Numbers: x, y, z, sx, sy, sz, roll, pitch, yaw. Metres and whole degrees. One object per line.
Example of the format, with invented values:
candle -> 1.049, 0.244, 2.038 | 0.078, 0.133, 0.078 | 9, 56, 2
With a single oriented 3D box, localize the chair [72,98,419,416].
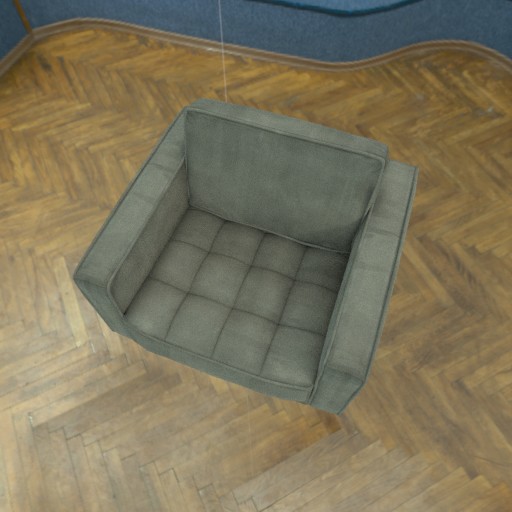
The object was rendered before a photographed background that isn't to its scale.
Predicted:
chair -> 0.000, 0.000, 1.544 | 0.928, 0.773, 0.843 | 18, 61, 10
